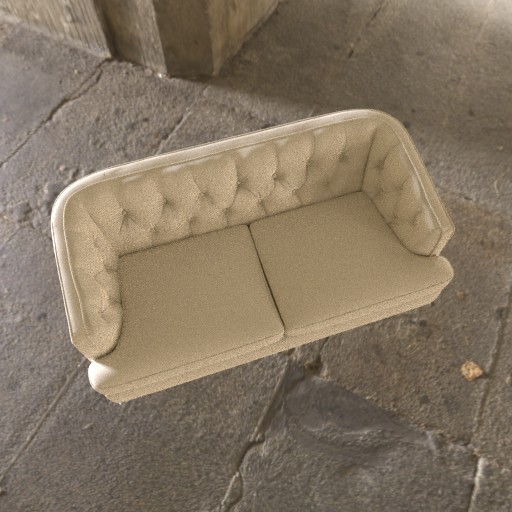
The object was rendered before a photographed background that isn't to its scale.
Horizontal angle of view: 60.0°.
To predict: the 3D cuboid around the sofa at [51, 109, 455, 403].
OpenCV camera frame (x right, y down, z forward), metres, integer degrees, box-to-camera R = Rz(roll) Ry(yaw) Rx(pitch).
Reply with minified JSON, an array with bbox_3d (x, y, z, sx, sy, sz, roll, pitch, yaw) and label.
[{"bbox_3d":[0.000,0.000,2.236,1.733,0.855,0.941,-16,64,-8],"label":"sofa"}]
